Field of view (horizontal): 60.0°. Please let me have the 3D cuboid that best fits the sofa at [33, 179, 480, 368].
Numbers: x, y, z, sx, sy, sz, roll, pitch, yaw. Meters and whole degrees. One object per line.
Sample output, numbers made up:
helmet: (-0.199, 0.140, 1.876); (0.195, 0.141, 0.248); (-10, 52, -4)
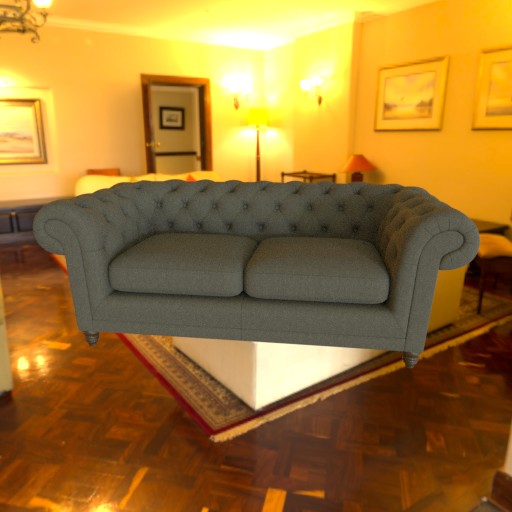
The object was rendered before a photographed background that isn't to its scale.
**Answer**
sofa: (0.000, 0.000, 2.455); (1.998, 0.764, 0.986); (2, 15, 8)
